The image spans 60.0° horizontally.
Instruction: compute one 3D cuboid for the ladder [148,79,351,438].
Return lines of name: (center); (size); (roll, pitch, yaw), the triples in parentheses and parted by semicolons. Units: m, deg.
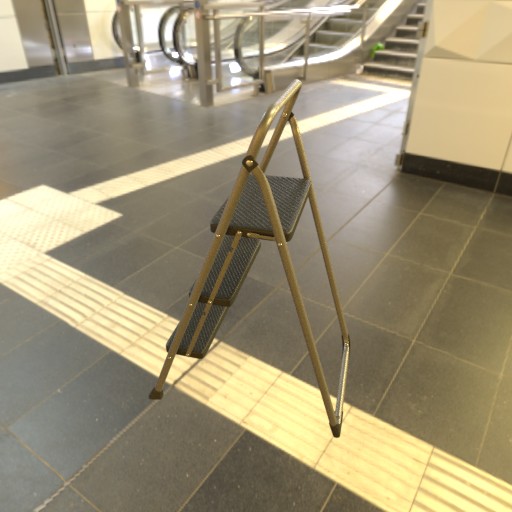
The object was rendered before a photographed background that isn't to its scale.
ladder: (0.000, 0.000, 1.314); (0.629, 0.945, 0.430); (8, 33, 12)
